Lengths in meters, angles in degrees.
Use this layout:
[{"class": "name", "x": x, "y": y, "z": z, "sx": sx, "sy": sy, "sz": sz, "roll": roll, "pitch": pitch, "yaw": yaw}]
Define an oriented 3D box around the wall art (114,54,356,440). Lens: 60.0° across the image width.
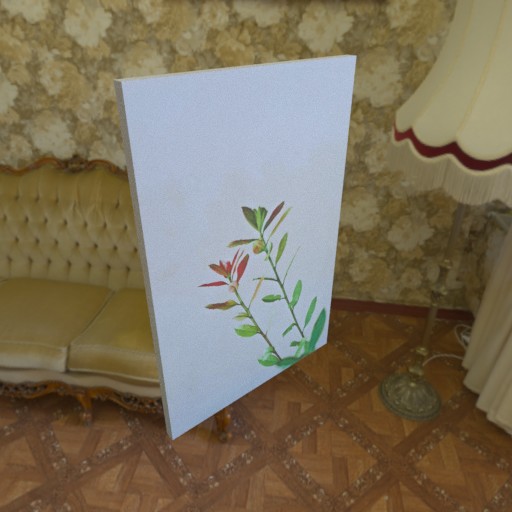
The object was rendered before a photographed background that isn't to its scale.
[{"class": "wall art", "x": 0.000, "y": 0.000, "z": 1.436, "sx": 0.764, "sy": 1.143, "sz": 0.038, "roll": -23, "pitch": 37, "yaw": -34}]
